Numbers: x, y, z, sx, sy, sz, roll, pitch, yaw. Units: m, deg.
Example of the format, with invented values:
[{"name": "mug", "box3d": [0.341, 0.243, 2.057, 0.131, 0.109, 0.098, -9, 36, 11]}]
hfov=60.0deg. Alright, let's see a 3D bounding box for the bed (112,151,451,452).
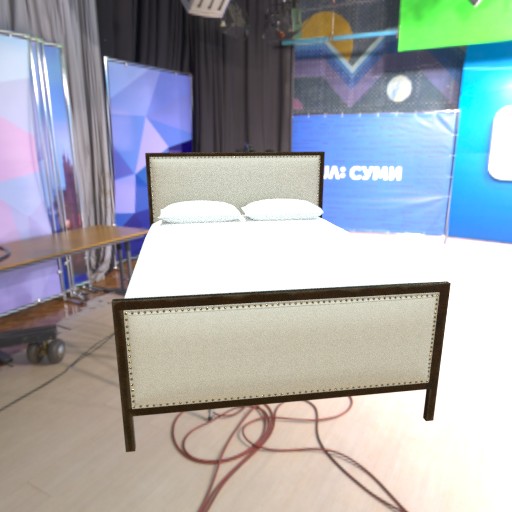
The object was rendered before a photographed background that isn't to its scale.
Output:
[{"name": "bed", "box3d": [0.000, 0.000, 3.105, 1.607, 1.313, 2.221, -2, 16, -8]}]
